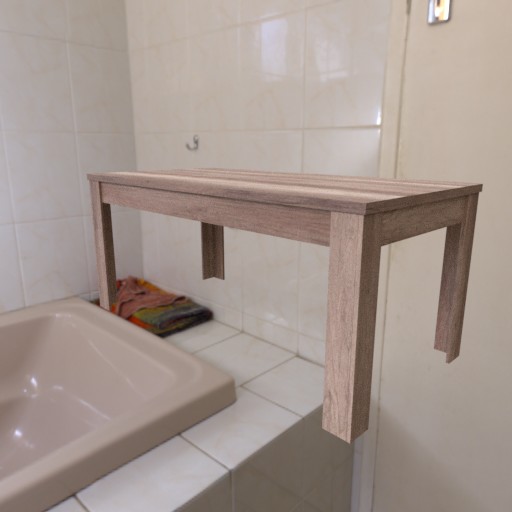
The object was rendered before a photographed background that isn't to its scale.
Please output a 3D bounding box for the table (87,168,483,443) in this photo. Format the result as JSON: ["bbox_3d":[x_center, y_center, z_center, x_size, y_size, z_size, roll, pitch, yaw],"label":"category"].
[{"bbox_3d":[0.000,0.000,2.271,0.900,0.790,1.800,-14,19,-43],"label":"table"}]
